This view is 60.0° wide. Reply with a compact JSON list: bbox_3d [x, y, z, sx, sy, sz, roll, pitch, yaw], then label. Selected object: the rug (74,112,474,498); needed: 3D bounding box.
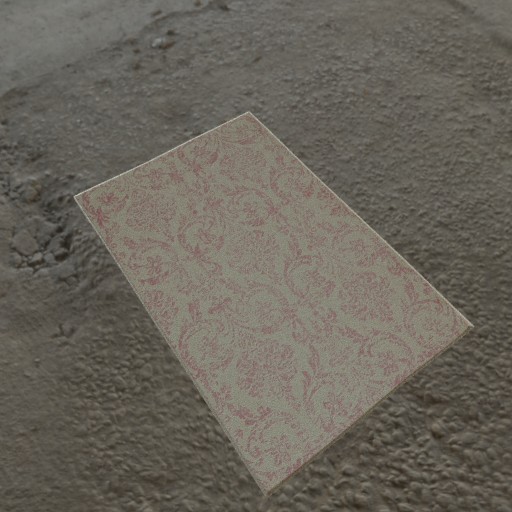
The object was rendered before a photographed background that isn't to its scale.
[{"bbox_3d":[0.000,0.000,3.425,1.819,0.018,2.746,-31,63,-18],"label":"rug"}]
